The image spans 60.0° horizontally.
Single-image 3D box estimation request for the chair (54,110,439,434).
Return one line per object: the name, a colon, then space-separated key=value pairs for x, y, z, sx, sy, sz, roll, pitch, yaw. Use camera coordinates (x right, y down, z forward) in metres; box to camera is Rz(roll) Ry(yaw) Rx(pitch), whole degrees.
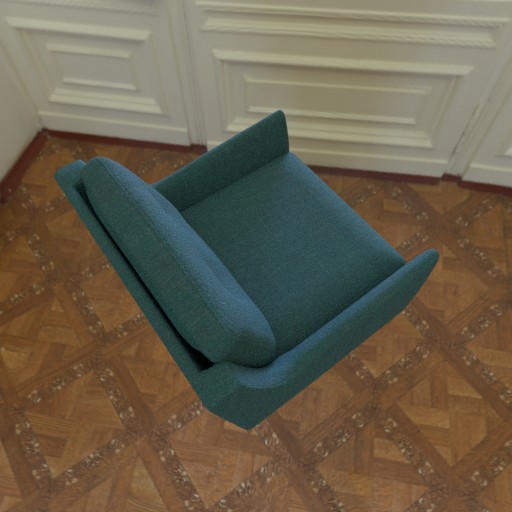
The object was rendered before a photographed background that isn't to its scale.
chair: x=0.000 y=0.000 z=1.518 sx=0.849 sy=0.828 sz=0.847 roll=-33 pitch=65 yaw=-18
